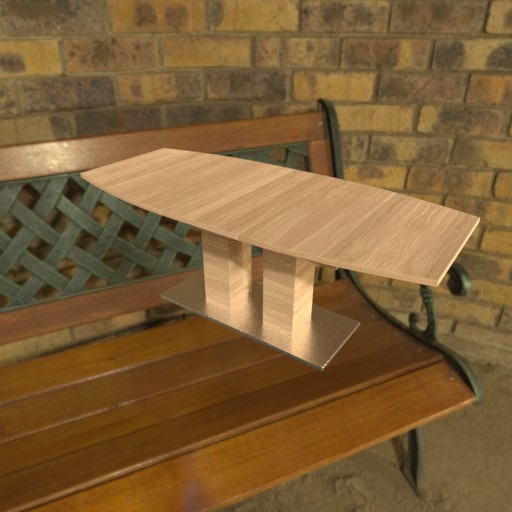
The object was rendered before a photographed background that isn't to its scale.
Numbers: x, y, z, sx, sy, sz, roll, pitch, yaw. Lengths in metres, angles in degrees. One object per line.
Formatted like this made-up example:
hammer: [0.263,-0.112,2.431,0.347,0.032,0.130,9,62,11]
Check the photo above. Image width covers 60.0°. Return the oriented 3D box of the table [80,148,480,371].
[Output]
table: [0.000,0.000,2.477,2.032,0.750,0.900,19,34,31]
